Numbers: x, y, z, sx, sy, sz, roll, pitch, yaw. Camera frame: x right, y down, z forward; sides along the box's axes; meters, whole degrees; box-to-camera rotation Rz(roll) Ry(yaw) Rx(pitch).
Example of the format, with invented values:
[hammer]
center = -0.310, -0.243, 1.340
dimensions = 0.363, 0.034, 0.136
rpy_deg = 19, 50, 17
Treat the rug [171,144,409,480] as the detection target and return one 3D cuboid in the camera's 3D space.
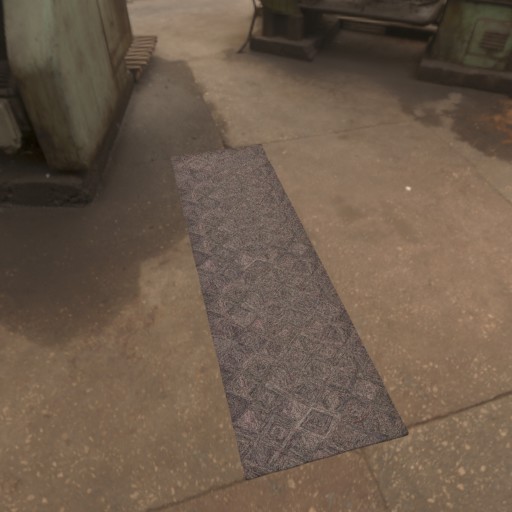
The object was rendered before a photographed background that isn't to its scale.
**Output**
[rug]
center = 0.000, 0.000, 2.517
dimensions = 0.691, 0.011, 2.296
rpy_deg = -11, 46, -10
